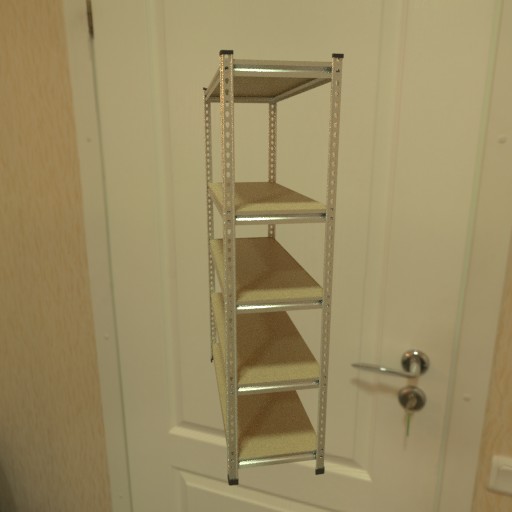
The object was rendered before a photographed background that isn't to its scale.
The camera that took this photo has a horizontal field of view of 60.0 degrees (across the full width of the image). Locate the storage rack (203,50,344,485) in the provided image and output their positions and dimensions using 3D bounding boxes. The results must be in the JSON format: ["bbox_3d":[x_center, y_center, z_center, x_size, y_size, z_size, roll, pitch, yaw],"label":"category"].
[{"bbox_3d":[0.000,0.000,2.402,0.457,1.829,1.219,-2,15,-9],"label":"storage rack"}]
